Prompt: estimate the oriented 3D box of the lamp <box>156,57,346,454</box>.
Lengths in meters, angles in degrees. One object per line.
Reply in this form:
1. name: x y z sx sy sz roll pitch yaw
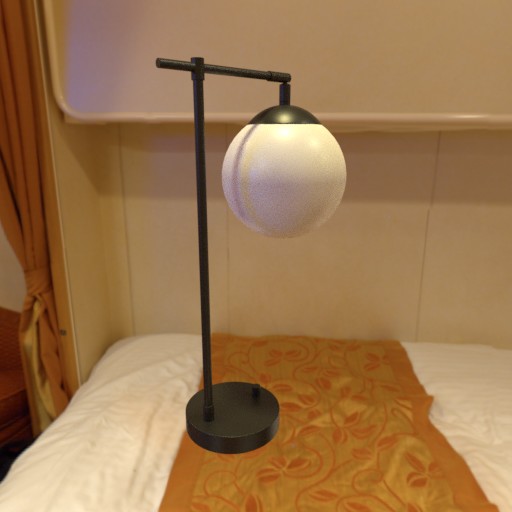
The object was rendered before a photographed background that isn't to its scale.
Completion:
1. lamp: 0.000 0.000 0.703 0.316 0.559 0.197 -13 20 -40
